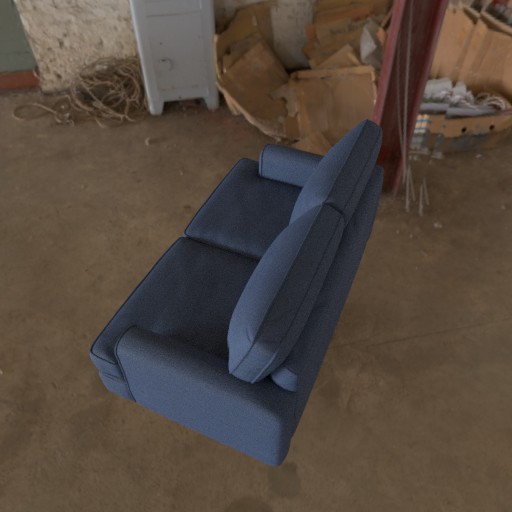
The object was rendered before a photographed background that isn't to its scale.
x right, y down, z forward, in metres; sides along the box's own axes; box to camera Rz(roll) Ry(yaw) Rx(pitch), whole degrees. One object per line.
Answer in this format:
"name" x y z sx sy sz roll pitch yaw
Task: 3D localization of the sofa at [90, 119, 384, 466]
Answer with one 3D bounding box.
"sofa" 0.000 0.000 2.298 0.965 0.965 1.651 18 50 16
